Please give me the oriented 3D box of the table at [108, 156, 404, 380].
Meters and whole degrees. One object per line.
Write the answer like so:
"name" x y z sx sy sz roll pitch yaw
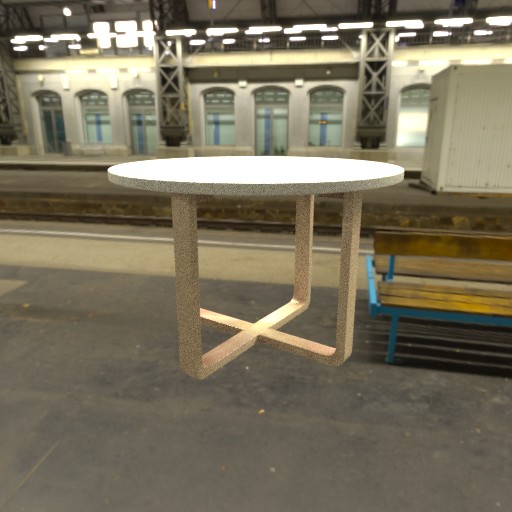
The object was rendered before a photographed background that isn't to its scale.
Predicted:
"table" 0.000 0.000 0.997 0.600 0.400 0.600 0 16 0
